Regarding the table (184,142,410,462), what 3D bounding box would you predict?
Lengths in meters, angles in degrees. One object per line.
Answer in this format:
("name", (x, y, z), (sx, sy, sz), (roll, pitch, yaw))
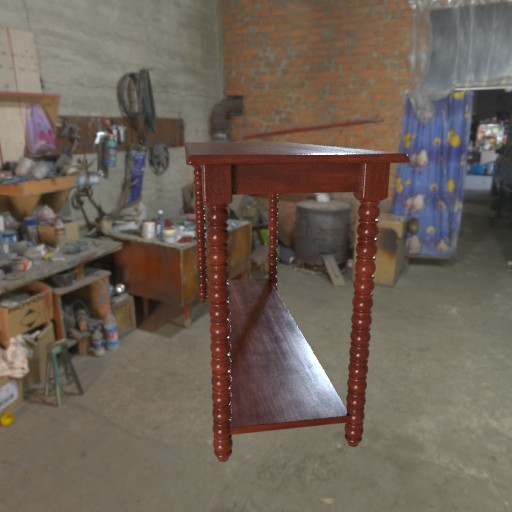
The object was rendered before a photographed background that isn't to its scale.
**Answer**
("table", (0.000, 0.000, 1.532), (0.459, 0.740, 1.184), (-2, 16, -9))
